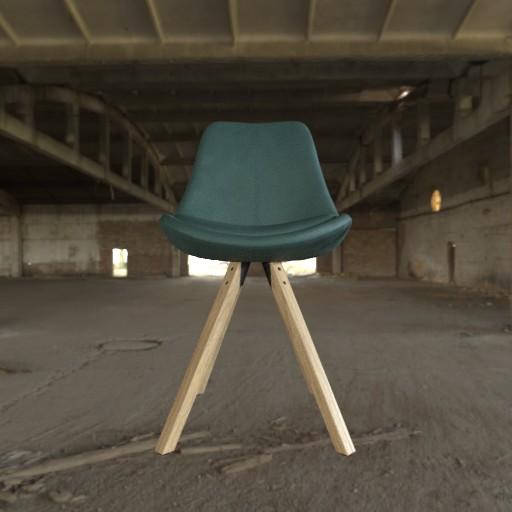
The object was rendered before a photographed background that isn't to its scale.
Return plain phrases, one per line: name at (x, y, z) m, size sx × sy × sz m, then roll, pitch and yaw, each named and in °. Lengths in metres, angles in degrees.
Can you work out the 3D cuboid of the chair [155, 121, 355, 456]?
chair at (0.000, 0.000, 1.181) m, size 0.483 × 0.865 × 0.547 m, roll 0°, pitch 0°, yaw 1°
